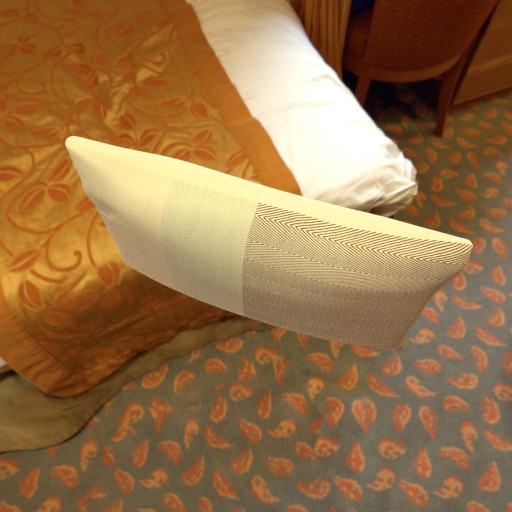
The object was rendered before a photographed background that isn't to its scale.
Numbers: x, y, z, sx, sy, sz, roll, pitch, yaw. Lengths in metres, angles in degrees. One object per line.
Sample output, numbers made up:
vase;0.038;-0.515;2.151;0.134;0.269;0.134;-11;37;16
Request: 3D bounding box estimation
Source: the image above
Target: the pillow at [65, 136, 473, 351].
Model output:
pillow;0.000;0.000;0.638;0.506;0.305;0.139;17;60;10
